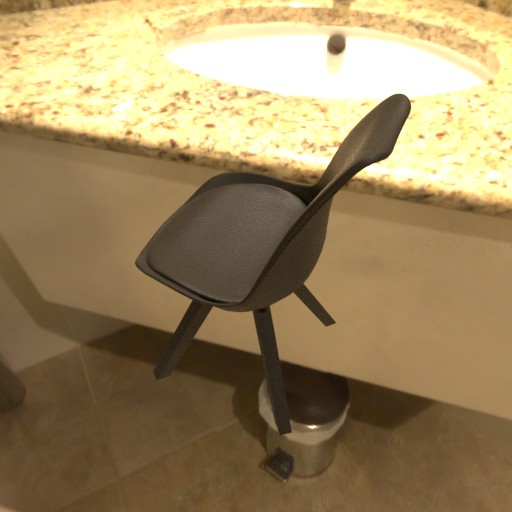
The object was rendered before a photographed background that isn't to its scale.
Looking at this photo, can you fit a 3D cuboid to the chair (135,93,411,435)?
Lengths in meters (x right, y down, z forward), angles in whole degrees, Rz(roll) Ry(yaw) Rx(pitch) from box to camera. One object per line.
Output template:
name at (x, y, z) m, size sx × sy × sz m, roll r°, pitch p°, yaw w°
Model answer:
chair at (0.000, 0.000, 1.130) m, size 0.550 × 0.850 × 0.485 m, roll 18°, pitch 47°, yaw 17°
